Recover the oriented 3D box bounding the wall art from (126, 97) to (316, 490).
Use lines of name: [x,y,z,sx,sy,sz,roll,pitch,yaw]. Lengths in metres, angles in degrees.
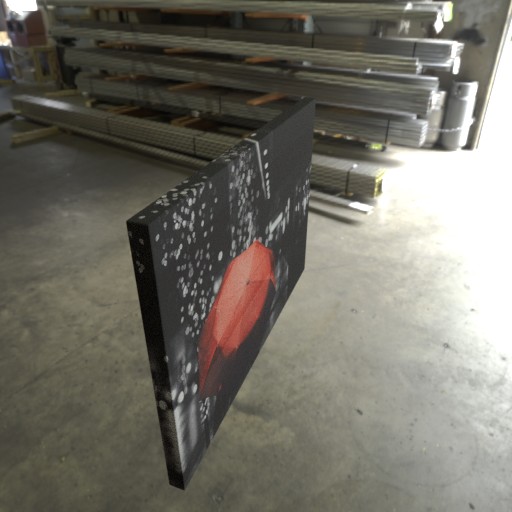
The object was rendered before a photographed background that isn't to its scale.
wall art: [0.000,0.000,1.127,0.038,0.609,0.914,11,32,18]
